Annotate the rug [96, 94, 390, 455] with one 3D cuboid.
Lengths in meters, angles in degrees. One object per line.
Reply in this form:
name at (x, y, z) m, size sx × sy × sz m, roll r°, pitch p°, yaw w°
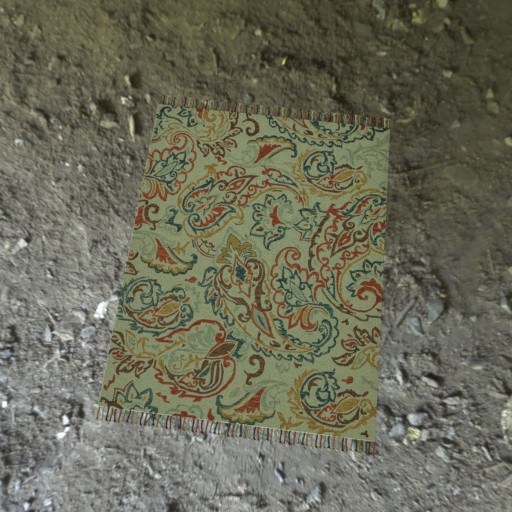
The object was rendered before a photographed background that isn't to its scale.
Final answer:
rug at (0.000, 0.000, 4.252) m, size 2.439 × 0.015 × 3.274 m, roll 7°, pitch 75°, yaw 2°
